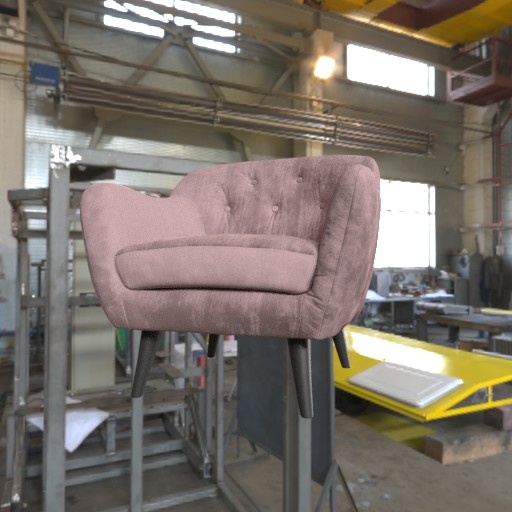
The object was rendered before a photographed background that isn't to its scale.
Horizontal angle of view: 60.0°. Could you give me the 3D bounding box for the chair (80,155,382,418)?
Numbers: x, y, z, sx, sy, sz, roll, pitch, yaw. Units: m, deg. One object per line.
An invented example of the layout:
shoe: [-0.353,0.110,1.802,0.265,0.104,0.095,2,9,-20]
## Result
chair: [0.000,0.000,1.518,0.840,0.820,0.820,0,-1,19]
